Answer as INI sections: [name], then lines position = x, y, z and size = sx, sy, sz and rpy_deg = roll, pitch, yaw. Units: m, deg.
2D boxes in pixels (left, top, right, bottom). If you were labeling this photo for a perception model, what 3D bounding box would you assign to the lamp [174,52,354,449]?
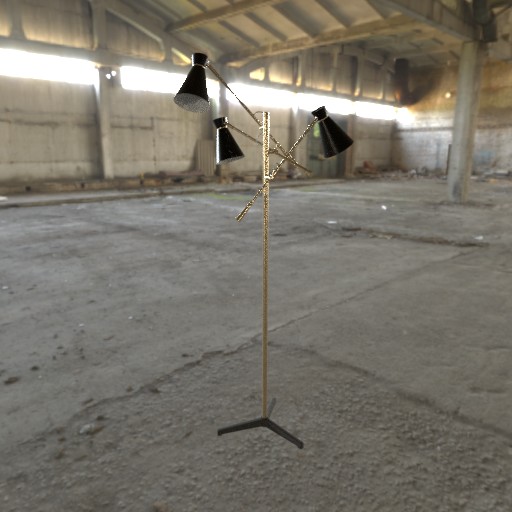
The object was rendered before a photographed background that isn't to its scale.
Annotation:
[lamp]
position = 0.000, 0.000, 2.173
size = 0.653, 1.804, 0.750
rpy_deg = 12, 18, 43
